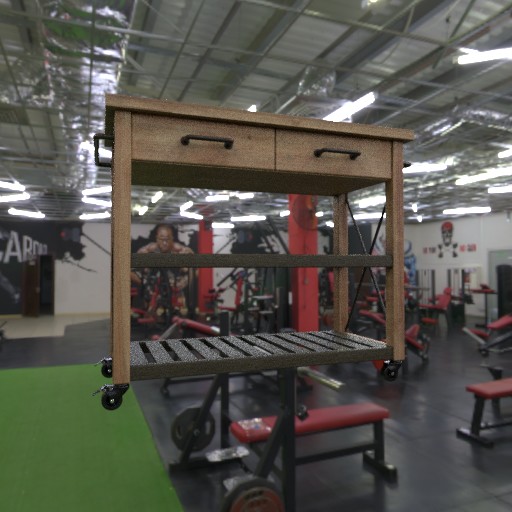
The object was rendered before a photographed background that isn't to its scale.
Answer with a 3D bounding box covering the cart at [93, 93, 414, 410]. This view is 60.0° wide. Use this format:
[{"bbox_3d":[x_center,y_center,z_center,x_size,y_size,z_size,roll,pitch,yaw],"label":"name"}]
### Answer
[{"bbox_3d":[0.000,0.000,0.994,0.686,0.554,0.298,0,-1,-19],"label":"cart"}]
